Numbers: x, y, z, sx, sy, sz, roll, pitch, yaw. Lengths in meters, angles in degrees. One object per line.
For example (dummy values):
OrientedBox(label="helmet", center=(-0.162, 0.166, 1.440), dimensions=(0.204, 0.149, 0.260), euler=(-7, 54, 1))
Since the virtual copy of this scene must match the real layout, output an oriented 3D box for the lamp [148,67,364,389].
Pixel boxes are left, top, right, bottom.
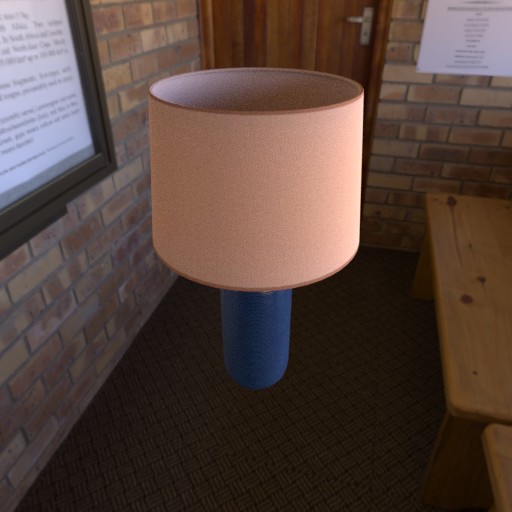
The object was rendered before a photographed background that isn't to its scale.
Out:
OrientedBox(label="lamp", center=(0.000, 0.000, 0.831), dimensions=(0.367, 0.609, 0.367), euler=(0, 32, 0))
